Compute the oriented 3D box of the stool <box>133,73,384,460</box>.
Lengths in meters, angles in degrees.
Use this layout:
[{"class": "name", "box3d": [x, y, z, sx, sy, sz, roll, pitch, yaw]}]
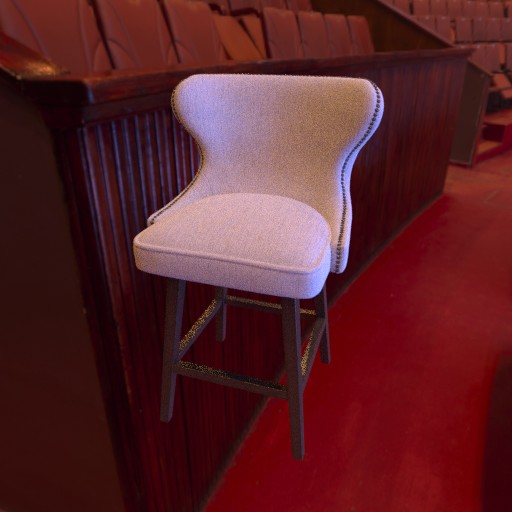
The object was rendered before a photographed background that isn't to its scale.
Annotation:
[{"class": "stool", "box3d": [0.000, 0.000, 1.322, 0.615, 0.972, 0.597, 9, 28, 17]}]
